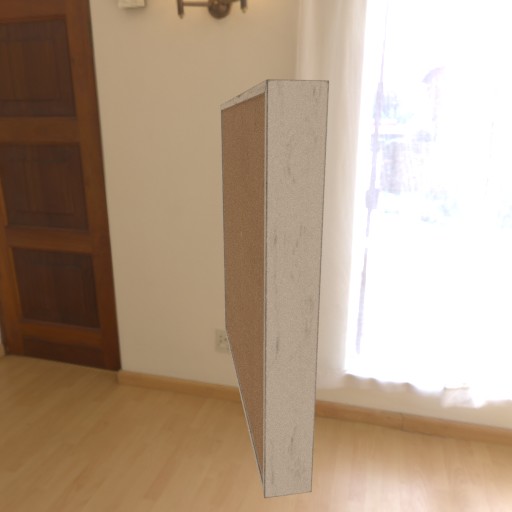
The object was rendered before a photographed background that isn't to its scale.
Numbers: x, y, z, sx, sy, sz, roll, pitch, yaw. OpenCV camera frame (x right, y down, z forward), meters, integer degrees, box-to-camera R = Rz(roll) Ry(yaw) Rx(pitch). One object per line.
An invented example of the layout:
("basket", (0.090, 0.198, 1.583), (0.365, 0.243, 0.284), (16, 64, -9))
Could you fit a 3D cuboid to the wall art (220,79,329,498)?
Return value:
("wall art", (0.000, 0.000, 0.451), (0.038, 0.305, 0.305), (-3, 16, -9))
